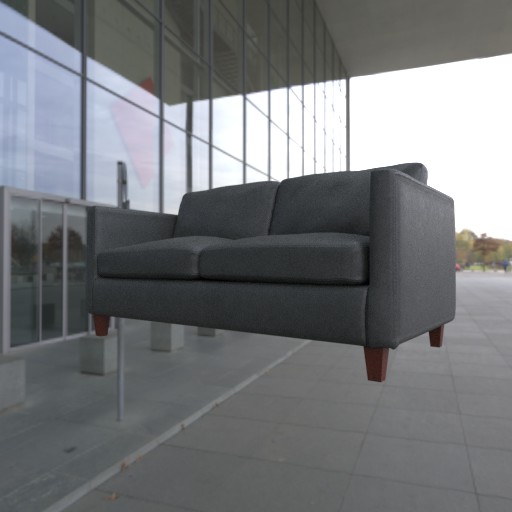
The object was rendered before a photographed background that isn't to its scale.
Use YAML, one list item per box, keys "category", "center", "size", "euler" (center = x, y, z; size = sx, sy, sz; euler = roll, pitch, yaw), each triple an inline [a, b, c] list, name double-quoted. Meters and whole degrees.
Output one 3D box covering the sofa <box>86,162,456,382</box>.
- category: "sofa"
  center: [0.000, 0.000, 2.449]
  size: [1.883, 0.933, 0.951]
  euler: [-1, -1, 36]
